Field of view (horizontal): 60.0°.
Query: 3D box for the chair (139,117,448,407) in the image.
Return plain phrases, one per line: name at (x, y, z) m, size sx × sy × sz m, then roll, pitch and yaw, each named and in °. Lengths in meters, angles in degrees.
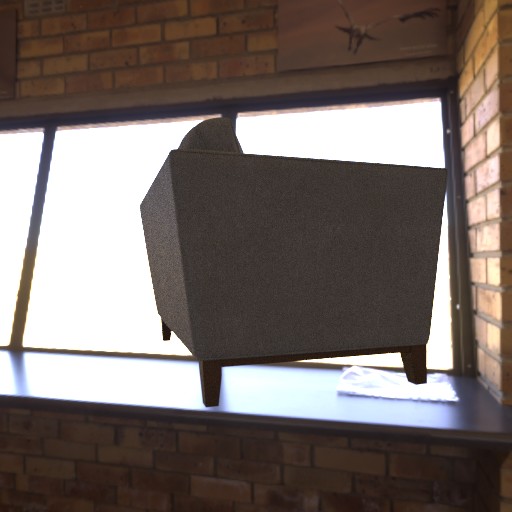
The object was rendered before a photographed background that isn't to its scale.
chair at (0.000, 0.000, 2.050) m, size 0.965 × 0.942 × 1.396 m, roll 0°, pitch 0°, yaw -18°
